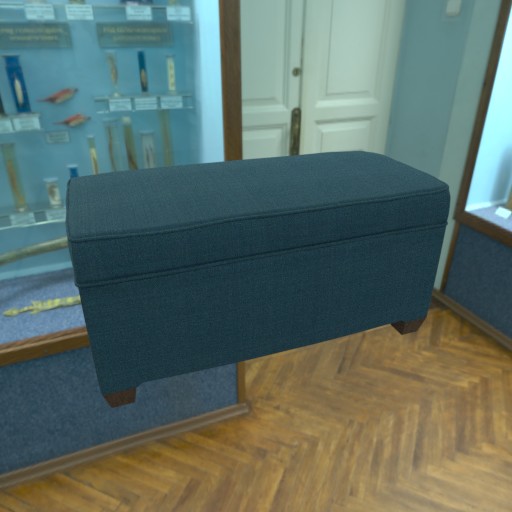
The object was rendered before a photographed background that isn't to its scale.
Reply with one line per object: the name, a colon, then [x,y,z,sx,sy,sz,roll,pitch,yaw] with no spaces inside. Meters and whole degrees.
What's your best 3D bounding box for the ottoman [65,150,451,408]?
ottoman: [0.000,0.000,1.261,0.943,0.474,0.474,-9,29,-18]
